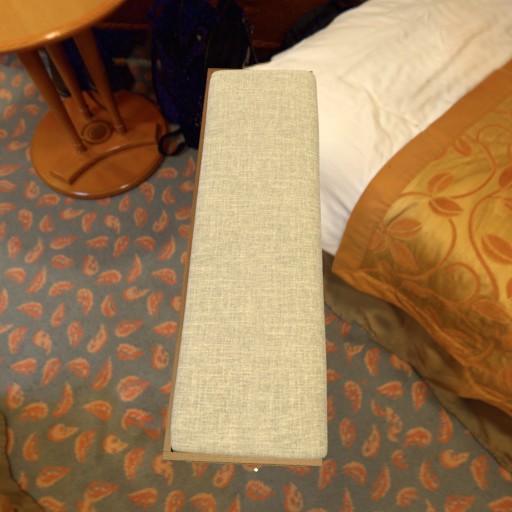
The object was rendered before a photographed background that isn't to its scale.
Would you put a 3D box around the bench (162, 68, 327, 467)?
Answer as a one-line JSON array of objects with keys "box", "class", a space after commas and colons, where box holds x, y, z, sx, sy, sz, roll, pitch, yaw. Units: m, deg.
[{"box": [0.000, 0.000, 1.406, 0.367, 0.468, 1.196, 2, 64, 1], "class": "bench"}]
